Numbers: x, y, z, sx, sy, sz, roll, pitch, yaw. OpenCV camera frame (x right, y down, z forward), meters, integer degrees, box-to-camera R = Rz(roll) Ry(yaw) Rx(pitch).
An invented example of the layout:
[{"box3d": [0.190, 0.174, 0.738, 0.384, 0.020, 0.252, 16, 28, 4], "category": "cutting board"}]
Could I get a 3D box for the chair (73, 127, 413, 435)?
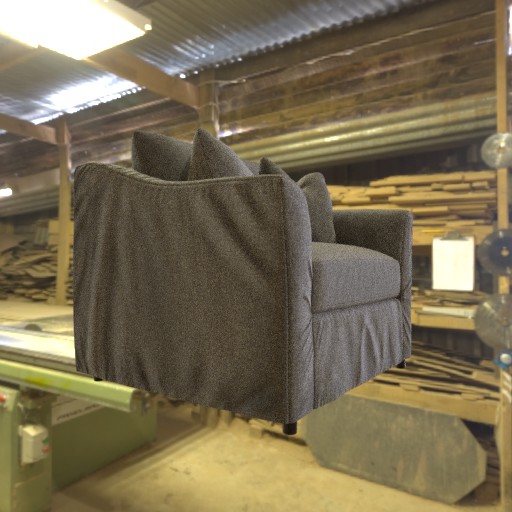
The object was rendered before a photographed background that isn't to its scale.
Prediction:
[{"box3d": [0.000, 0.000, 2.003, 1.071, 1.059, 1.194, 0, -1, 36], "category": "chair"}]
